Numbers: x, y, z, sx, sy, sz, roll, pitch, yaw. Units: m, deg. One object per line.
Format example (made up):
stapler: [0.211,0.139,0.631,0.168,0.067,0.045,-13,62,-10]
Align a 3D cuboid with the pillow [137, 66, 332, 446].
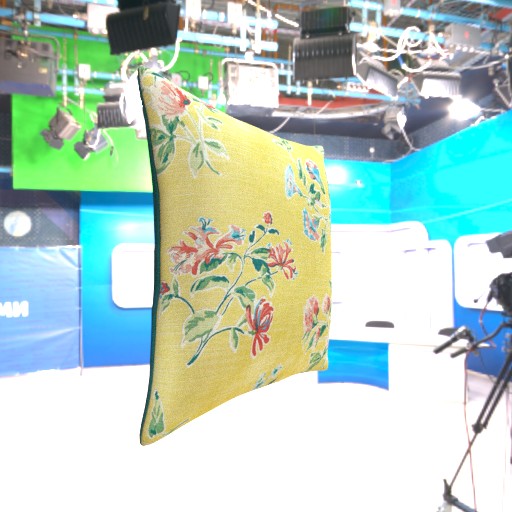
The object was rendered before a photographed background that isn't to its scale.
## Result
pillow: [0.000,0.000,0.798,0.166,0.508,0.525,-1,-1,36]
